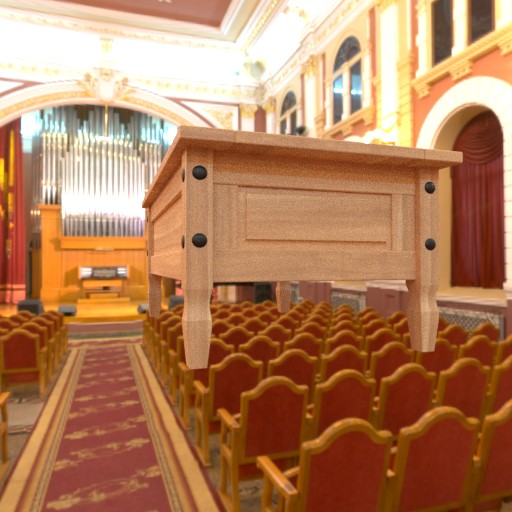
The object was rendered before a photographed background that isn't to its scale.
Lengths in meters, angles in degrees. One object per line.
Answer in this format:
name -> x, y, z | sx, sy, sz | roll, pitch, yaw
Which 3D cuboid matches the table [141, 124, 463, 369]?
table -> 0.000, 0.000, 1.321 | 0.600, 0.437, 1.000 | 0, -1, -18
